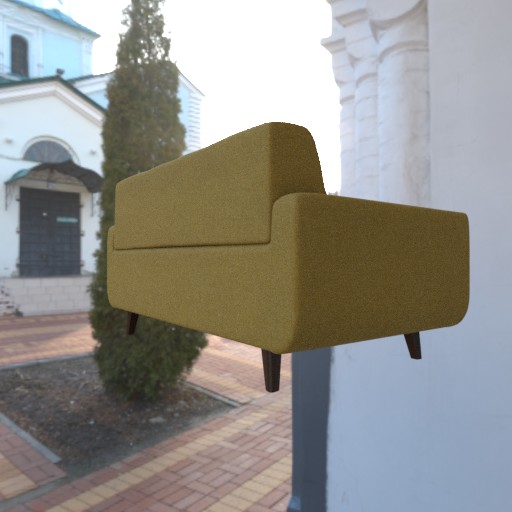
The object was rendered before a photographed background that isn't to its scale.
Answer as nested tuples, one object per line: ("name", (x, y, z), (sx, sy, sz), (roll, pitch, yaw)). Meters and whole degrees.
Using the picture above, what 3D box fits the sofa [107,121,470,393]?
("sofa", (0.000, 0.000, 2.107), (0.909, 0.841, 1.631), (0, 0, -36))
